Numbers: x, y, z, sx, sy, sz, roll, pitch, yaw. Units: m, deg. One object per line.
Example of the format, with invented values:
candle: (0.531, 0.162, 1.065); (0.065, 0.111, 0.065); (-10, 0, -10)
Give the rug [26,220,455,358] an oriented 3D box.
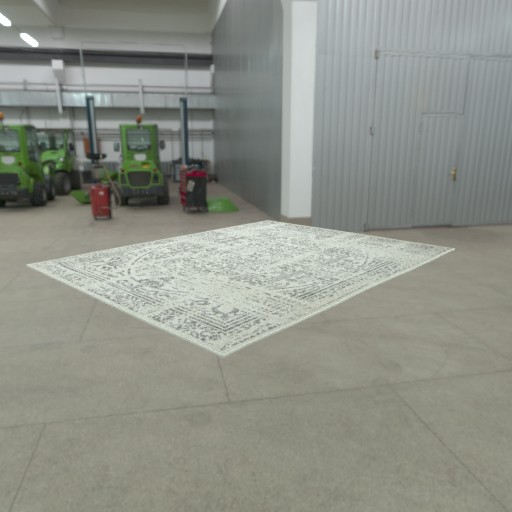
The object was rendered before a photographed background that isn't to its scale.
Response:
rug: (0.000, 0.000, 3.793); (2.311, 0.032, 2.921); (13, 19, 41)
